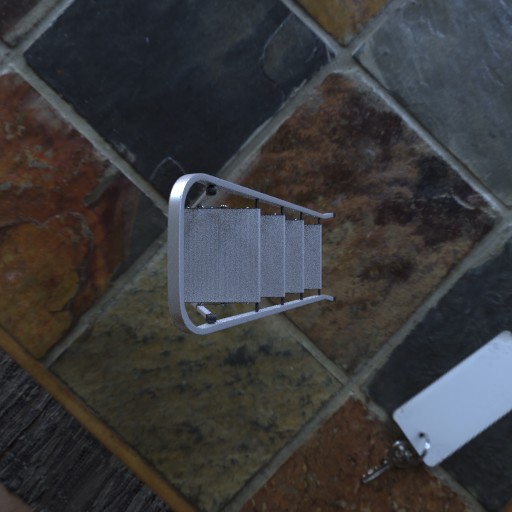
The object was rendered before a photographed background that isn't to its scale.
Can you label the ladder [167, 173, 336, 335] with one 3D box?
[{"bbox_3d":[0.000,0.000,1.678,0.830,1.290,0.465,0,90,0],"label":"ladder"}]
